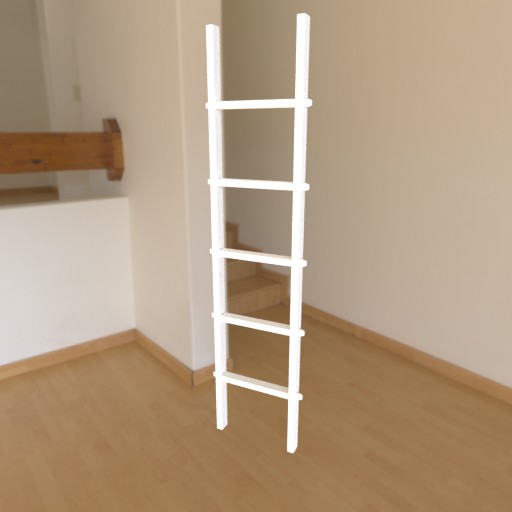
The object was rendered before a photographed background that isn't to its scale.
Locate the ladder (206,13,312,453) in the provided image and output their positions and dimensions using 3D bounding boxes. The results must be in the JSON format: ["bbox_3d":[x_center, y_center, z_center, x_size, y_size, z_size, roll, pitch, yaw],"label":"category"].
[{"bbox_3d":[0.000,0.000,1.873,0.452,1.797,0.051,8,17,25],"label":"ladder"}]
